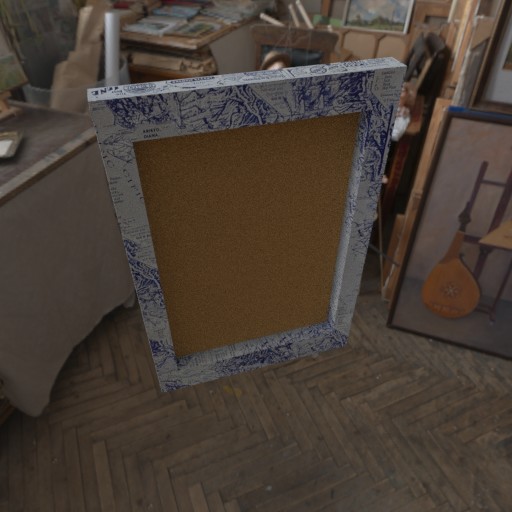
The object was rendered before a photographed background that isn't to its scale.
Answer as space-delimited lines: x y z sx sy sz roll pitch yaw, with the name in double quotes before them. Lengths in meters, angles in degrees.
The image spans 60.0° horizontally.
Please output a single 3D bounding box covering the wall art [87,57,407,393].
"wall art" 0.000 0.000 0.473 0.255 0.376 0.025 -11 43 -13
